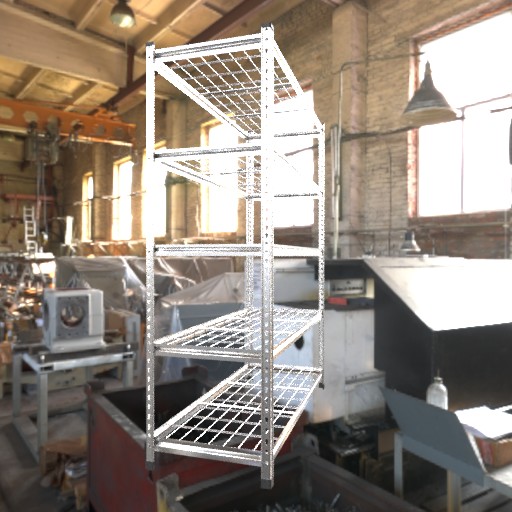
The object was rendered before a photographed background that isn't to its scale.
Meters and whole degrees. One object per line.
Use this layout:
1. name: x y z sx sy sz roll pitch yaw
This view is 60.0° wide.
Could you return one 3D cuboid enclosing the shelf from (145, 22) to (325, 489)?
1. shelf: 0.000 0.000 2.695 0.610 1.981 1.524 0 0 17
